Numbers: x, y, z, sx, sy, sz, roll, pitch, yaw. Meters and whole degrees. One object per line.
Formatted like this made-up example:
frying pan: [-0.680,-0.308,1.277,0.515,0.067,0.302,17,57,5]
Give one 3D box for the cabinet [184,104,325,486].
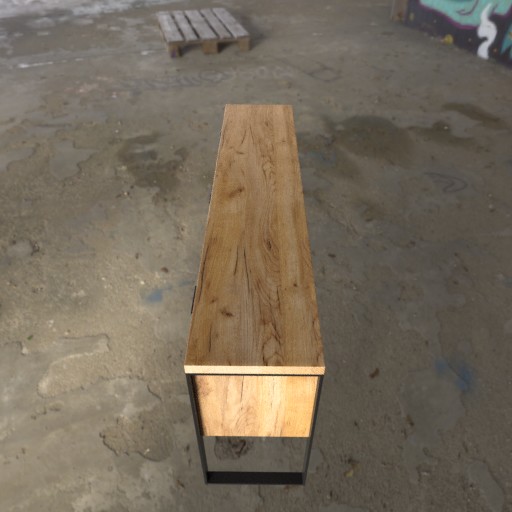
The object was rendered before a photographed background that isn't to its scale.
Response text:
cabinet: [0.000,0.000,2.127,0.395,0.762,1.800,0,41,1]
